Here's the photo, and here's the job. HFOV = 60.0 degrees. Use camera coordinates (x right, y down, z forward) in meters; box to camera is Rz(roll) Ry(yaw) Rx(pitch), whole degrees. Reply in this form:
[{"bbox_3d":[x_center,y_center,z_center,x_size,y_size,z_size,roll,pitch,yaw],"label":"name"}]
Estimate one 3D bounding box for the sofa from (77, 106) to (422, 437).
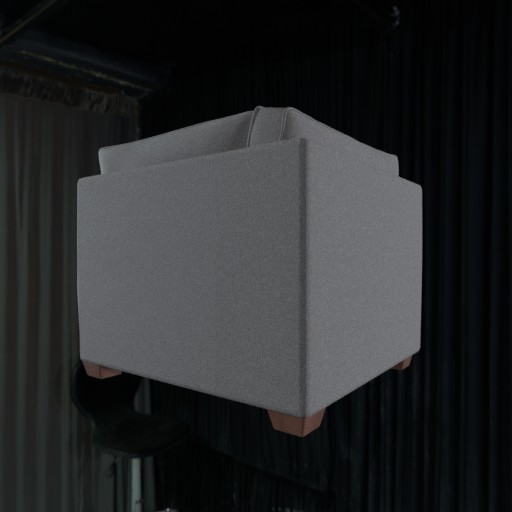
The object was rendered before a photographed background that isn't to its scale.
[{"bbox_3d":[0.000,0.000,1.954,1.146,1.002,1.084,0,0,37],"label":"sofa"}]
